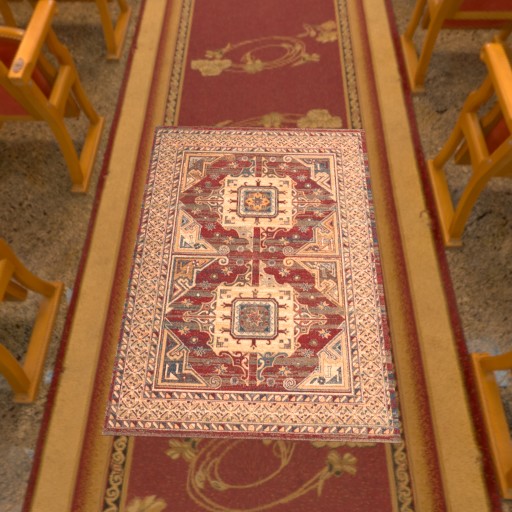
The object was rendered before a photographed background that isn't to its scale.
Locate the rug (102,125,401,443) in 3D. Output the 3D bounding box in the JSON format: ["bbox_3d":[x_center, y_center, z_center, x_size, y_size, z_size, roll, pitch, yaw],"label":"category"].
[{"bbox_3d":[0.000,0.000,2.878,1.599,0.011,2.210,1,62,1],"label":"rug"}]
